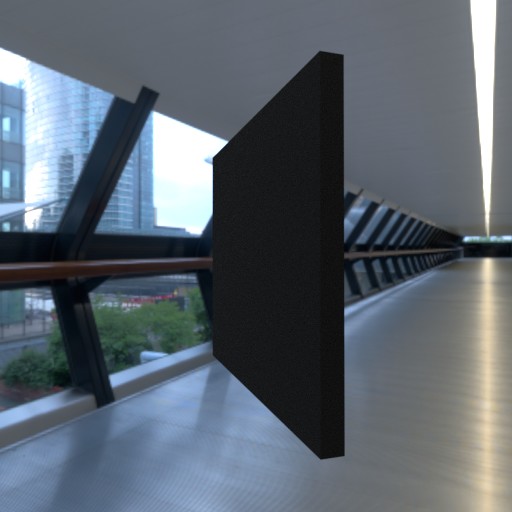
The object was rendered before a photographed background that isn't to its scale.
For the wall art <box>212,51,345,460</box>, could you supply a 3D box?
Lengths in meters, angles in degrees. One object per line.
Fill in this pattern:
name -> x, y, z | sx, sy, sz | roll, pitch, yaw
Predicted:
wall art -> 0.000, 0.000, 0.765 | 0.031, 0.457, 0.558 | 0, 0, -18
